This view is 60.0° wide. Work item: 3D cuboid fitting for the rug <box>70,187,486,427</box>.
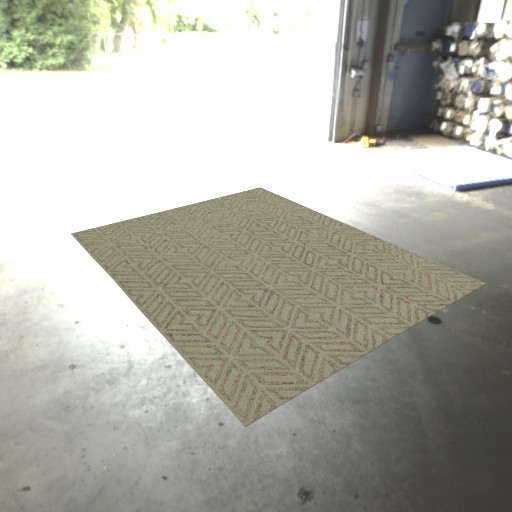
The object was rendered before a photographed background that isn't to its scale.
[{"bbox_3d":[0.000,0.000,4.055,2.421,0.008,3.045,-19,33,-32],"label":"rug"}]
